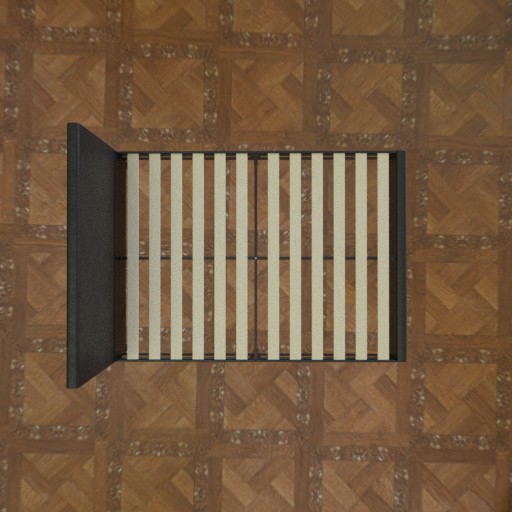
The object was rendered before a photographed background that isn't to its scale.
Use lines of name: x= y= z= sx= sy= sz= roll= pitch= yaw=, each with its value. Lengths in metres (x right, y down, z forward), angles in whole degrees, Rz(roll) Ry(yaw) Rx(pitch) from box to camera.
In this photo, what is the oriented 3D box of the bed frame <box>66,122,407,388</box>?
bed frame: x=0.000 y=0.000 z=3.261 sx=2.318 sy=1.127 sz=1.634 roll=0 pitch=90 yaw=0
